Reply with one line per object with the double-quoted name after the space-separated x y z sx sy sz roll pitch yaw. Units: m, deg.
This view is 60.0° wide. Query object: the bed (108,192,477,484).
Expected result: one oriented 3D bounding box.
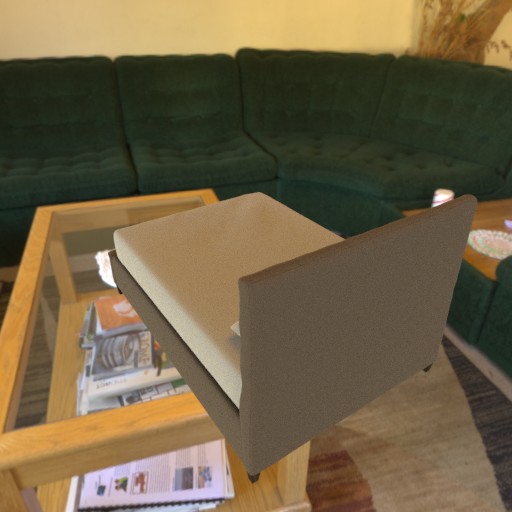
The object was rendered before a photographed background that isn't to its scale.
0.000 0.000 3.463 1.698 1.427 2.387 -19 36 -29 "bed"
